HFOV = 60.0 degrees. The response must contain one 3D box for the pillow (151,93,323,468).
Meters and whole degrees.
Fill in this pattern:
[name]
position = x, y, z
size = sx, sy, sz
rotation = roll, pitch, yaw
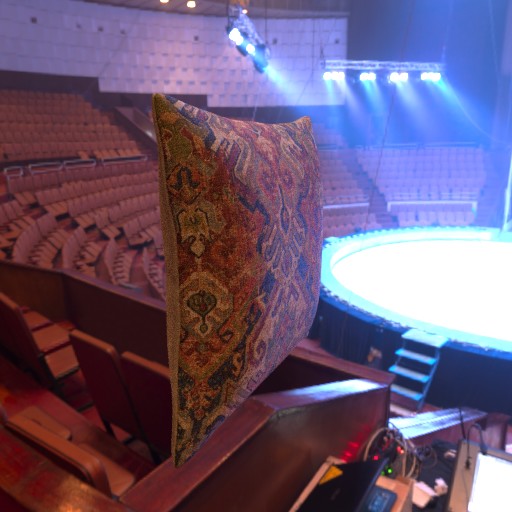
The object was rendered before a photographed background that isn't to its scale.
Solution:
[pillow]
position = 0.000, 0.000, 0.793
size = 0.166, 0.506, 0.523
rotation = 7, 16, 26
